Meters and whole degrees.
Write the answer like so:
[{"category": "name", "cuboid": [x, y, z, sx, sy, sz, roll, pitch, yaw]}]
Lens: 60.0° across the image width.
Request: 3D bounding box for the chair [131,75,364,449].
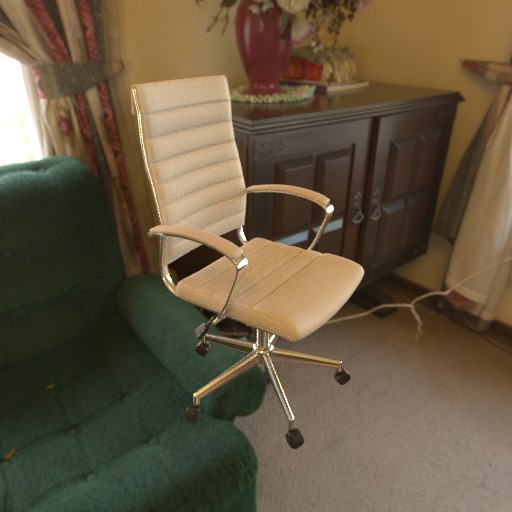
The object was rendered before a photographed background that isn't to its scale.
[{"category": "chair", "cuboid": [0.000, 0.000, 1.586, 0.667, 1.149, 0.679, 18, 32, 31]}]
